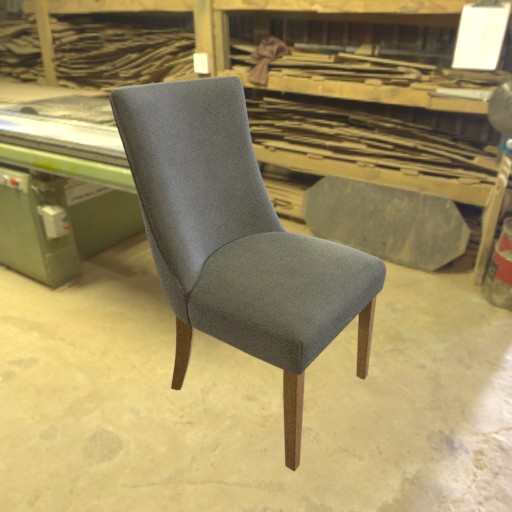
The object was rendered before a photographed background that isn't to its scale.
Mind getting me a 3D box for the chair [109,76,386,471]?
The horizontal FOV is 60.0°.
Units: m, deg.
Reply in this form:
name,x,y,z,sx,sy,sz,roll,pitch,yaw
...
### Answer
name,x,y,z,sx,sy,sz,roll,pitch,yaw
chair,0.000,0.000,1.257,0.610,0.902,0.495,19,32,32
